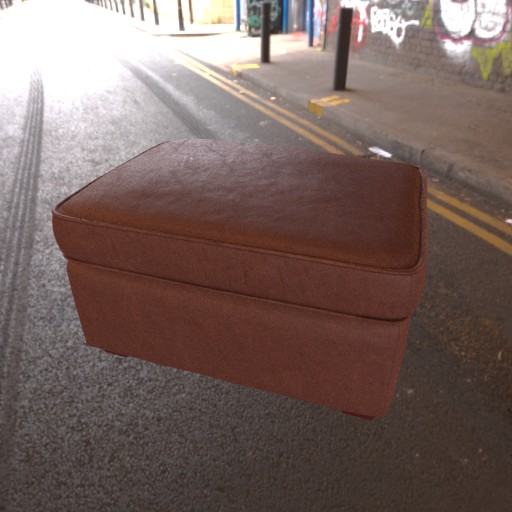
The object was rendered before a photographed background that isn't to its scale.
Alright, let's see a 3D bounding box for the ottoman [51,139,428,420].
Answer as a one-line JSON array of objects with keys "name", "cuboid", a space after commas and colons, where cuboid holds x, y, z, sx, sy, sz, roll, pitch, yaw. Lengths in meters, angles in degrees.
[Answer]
[{"name": "ottoman", "cuboid": [0.000, 0.000, 1.098, 0.749, 0.449, 0.548, 10, 33, 15]}]
